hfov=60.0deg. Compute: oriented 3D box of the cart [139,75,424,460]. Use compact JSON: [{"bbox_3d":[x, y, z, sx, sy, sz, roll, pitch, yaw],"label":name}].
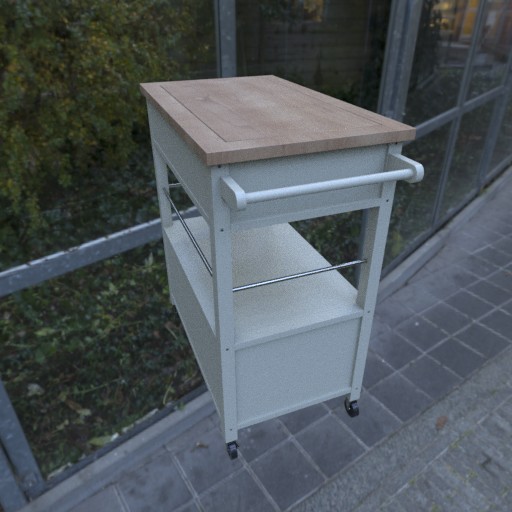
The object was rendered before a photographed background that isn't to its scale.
[{"bbox_3d":[0.000,0.000,1.362,0.459,0.901,0.840,-11,32,-18],"label":"cart"}]
